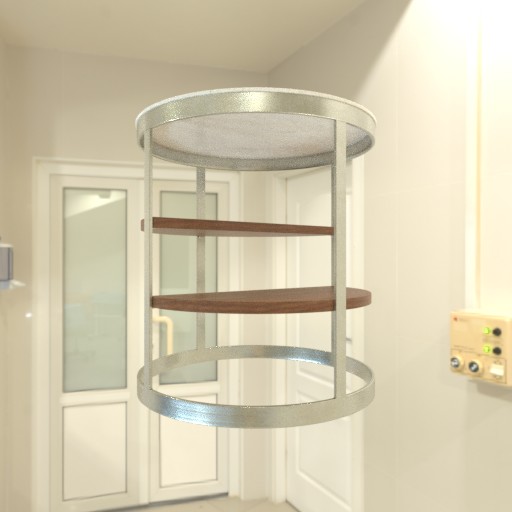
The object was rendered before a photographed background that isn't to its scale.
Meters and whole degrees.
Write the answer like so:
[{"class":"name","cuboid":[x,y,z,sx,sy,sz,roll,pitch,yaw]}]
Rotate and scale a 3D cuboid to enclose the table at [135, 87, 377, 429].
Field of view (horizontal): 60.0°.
[{"class":"table","cuboid":[0.000,0.000,0.775,0.407,0.447,0.407,0,0,0]}]
